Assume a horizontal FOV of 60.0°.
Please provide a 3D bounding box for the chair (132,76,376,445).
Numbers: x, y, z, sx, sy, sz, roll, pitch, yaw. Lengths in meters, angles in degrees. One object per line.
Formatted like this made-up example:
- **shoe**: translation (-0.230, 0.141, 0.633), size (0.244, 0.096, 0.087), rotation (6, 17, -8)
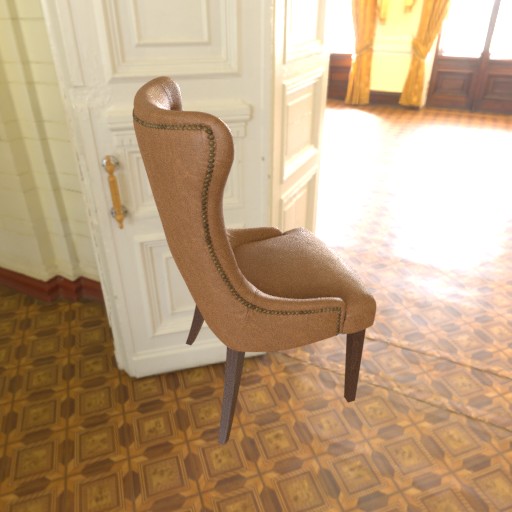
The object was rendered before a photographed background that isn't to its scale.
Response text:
- **chair**: translation (0.000, 0.000, 1.469), size (0.669, 1.065, 0.611), rotation (-10, 32, -17)
